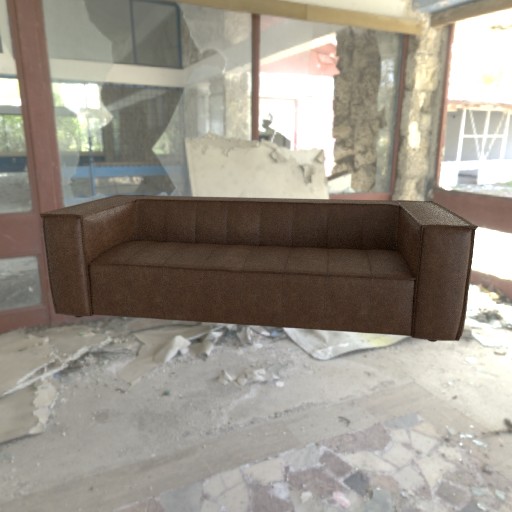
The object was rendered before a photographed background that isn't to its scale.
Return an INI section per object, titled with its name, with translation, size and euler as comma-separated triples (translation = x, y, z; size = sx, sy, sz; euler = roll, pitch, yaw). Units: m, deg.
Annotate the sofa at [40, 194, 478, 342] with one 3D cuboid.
[sofa]
translation = 0.000, 0.000, 3.097
size = 2.581, 0.701, 1.102
euler = 2, 15, 9
